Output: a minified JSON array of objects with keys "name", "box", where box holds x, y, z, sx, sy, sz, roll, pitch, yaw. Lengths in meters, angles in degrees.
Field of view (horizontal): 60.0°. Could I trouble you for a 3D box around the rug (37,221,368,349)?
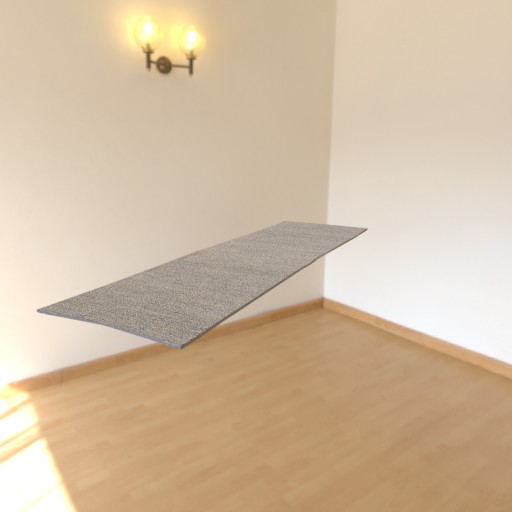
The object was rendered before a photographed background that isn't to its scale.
[{"name":"rug","box":[0.000,0.000,2.556,0.692,0.032,2.320,8,16,28]}]
